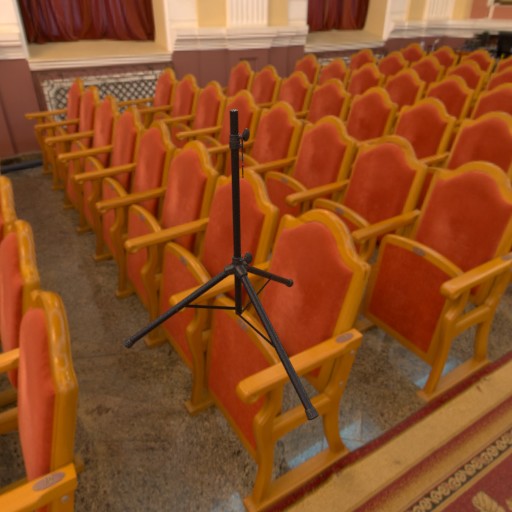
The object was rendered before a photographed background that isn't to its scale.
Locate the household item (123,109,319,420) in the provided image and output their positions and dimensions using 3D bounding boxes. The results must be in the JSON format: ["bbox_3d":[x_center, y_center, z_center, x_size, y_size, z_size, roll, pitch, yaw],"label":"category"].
[{"bbox_3d":[0.000,0.000,1.862,1.045,1.136,0.907,-17,34,-27],"label":"household item"}]
